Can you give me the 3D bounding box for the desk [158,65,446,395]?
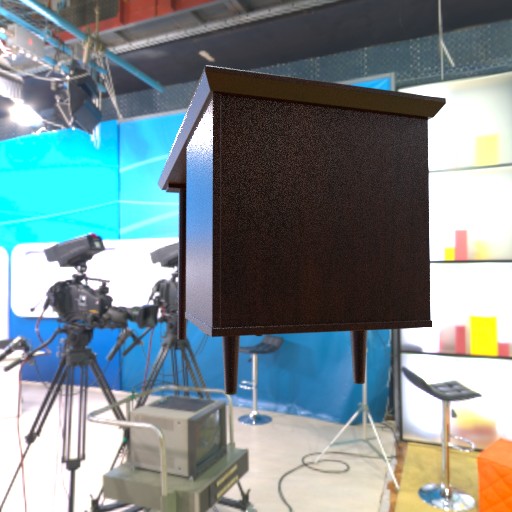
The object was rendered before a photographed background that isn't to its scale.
[{"bbox_3d":[0.000,0.000,1.623,0.612,0.758,1.277,1,-2,-17],"label":"desk"}]
